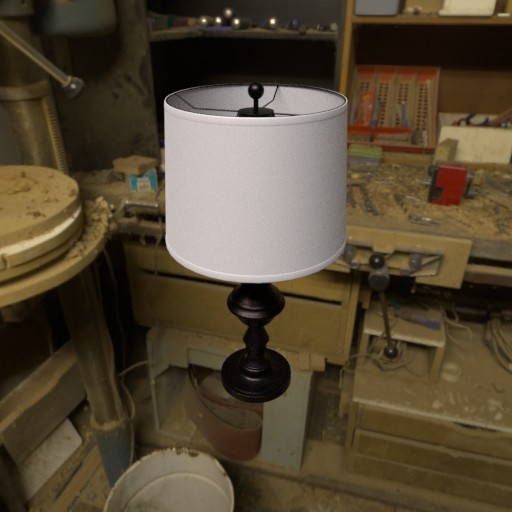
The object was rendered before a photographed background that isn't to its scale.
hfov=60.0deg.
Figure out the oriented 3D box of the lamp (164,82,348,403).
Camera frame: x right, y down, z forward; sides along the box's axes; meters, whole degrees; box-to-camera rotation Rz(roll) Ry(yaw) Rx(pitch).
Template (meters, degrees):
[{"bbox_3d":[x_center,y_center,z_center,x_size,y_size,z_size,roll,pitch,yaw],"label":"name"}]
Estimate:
[{"bbox_3d":[0.000,0.000,0.983,0.383,0.726,0.383,0,30,0],"label":"lamp"}]
